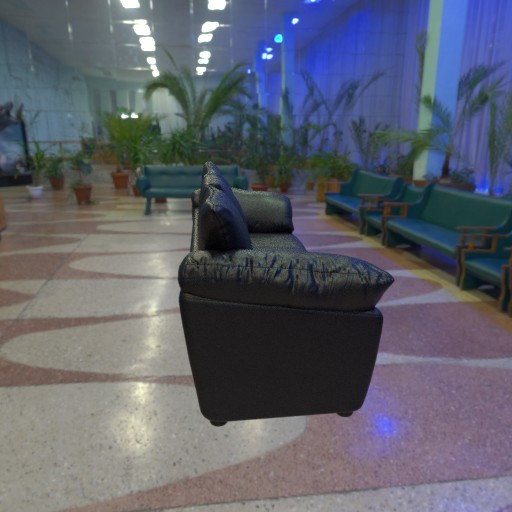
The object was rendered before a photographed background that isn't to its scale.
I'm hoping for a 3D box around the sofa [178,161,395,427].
[{"bbox_3d":[0.000,0.000,2.905,0.880,1.073,2.336,-2,16,-6],"label":"sofa"}]
